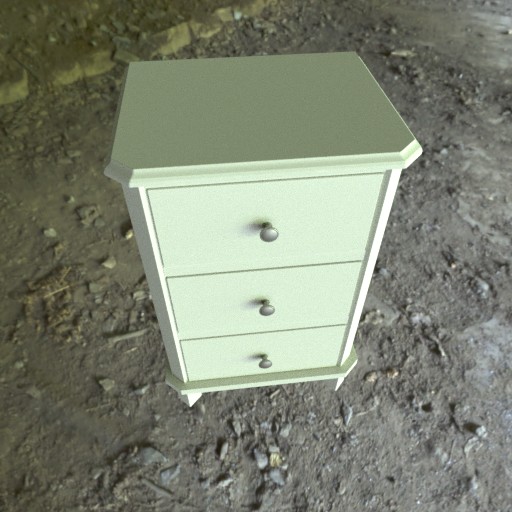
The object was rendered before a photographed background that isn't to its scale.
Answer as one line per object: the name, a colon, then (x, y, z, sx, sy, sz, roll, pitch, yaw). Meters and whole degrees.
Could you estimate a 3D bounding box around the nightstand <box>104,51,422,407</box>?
nightstand: (0.000, 0.000, 0.928, 0.435, 0.681, 0.351, -5, 46, -5)
